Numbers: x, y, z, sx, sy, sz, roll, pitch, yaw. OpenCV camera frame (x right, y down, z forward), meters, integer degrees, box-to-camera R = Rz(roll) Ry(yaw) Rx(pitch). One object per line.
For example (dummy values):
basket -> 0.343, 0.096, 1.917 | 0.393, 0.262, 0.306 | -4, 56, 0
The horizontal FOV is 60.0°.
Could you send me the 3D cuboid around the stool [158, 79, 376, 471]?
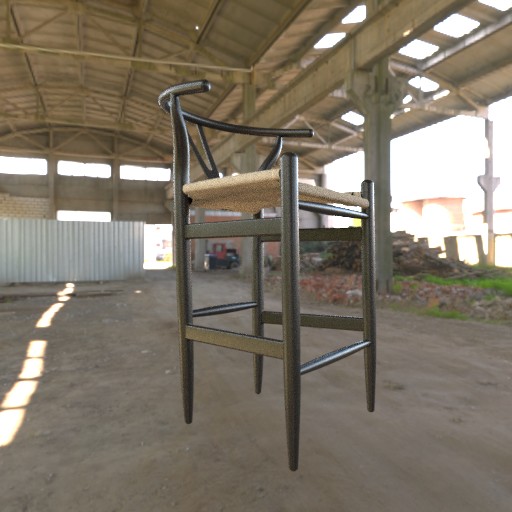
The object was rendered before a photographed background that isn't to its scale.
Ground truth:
stool -> 0.000, 0.000, 1.352 | 0.579, 0.970, 0.569 | 0, 0, 36
